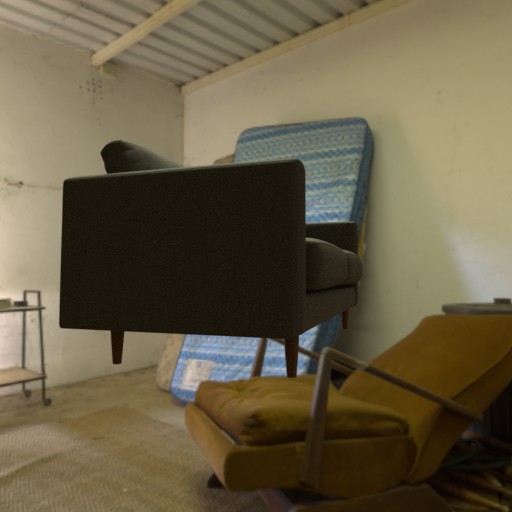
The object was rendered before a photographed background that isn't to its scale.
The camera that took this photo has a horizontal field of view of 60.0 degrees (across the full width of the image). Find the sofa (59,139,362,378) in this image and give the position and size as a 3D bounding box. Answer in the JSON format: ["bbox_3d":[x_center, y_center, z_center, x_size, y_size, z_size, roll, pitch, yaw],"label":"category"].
[{"bbox_3d":[0.000,0.000,2.251,0.940,0.866,1.713,-1,-3,19],"label":"sofa"}]
